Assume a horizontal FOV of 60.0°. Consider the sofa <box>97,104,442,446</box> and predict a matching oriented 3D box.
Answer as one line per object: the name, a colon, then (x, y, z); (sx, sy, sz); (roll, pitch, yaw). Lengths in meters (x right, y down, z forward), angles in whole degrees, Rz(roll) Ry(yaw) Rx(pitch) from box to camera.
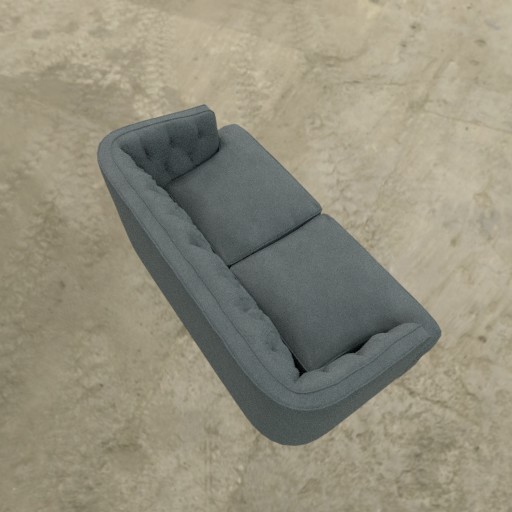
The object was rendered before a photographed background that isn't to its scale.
sofa: (0.000, 0.000, 2.280); (0.941, 0.855, 1.733); (-31, 63, -18)
